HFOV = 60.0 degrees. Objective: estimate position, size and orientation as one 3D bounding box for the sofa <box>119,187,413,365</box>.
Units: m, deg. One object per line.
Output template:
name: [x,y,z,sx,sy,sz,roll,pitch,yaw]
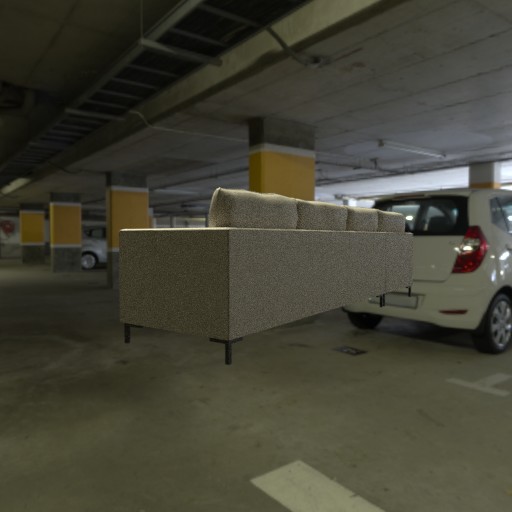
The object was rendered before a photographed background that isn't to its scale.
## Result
sofa: [0.000,0.000,4.292,2.048,0.996,3.384,2,3,35]
